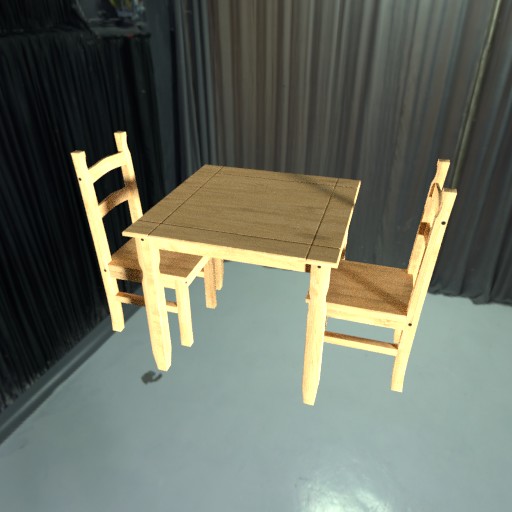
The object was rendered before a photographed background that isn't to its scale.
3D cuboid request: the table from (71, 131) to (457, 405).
[{"bbox_3d":[0.000,0.000,2.044,1.501,0.942,0.813,9,31,14],"label":"table"}]
